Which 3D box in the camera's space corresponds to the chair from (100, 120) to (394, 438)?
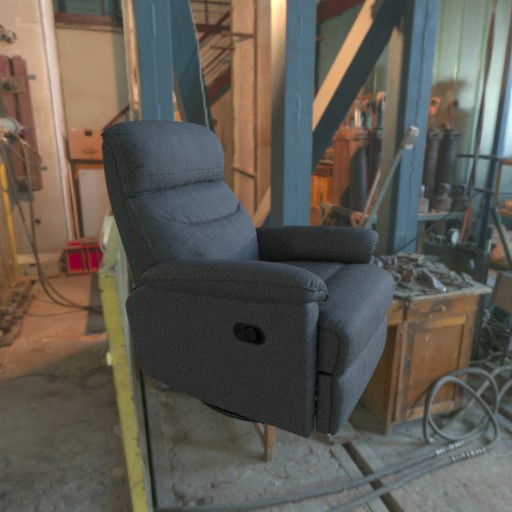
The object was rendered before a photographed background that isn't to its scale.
[{"bbox_3d":[0.000,0.000,1.753,1.004,1.037,0.820,8,18,27],"label":"chair"}]
